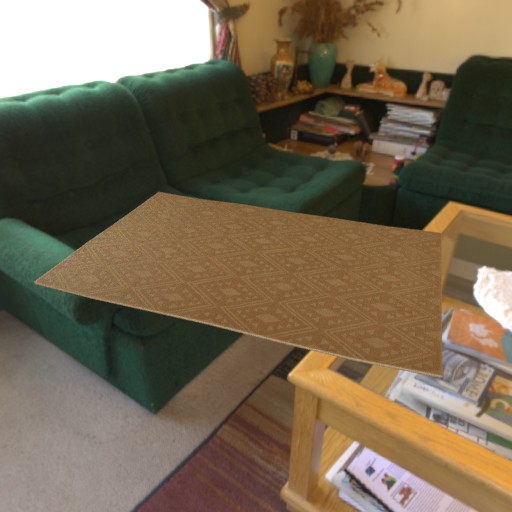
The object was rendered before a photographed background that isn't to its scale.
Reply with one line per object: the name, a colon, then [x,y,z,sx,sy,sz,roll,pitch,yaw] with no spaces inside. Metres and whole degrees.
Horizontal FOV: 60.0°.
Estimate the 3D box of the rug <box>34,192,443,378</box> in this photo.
rug: [0.000,0.000,3.078,2.430,0.053,1.553,10,33,17]
